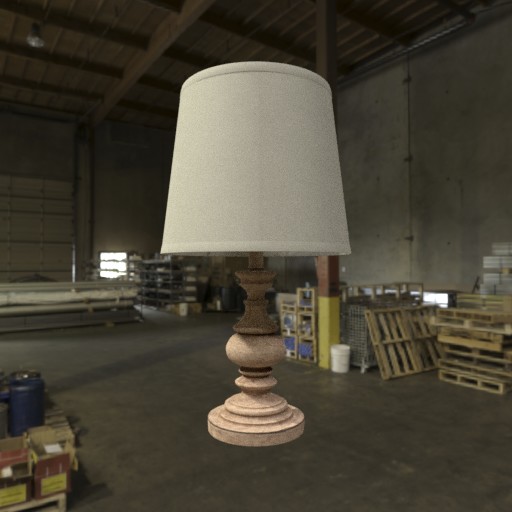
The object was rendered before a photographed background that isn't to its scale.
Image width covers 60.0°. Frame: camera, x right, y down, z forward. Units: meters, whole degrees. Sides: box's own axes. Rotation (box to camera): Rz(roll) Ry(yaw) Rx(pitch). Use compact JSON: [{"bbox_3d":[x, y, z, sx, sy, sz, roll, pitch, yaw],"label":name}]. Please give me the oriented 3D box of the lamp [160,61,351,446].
[{"bbox_3d":[0.000,0.000,0.648,0.273,0.497,0.273,0,-1,0],"label":"lamp"}]
